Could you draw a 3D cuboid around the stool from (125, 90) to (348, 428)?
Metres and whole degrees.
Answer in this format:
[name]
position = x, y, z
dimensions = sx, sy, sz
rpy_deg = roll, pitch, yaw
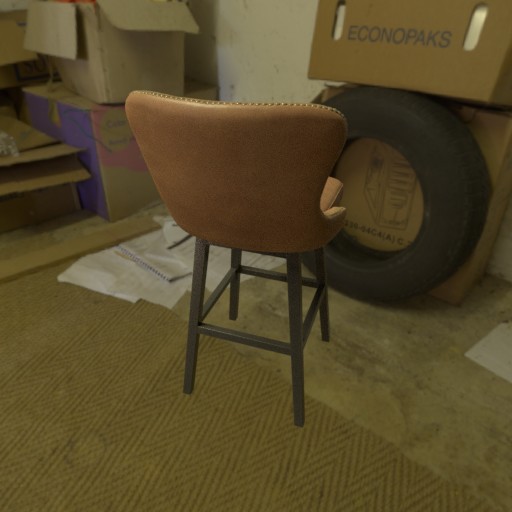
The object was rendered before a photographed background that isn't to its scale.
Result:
[stool]
position = 0.000, 0.000, 1.379
dimensions = 0.528, 1.050, 0.601
rpy_deg = 10, 33, 16
